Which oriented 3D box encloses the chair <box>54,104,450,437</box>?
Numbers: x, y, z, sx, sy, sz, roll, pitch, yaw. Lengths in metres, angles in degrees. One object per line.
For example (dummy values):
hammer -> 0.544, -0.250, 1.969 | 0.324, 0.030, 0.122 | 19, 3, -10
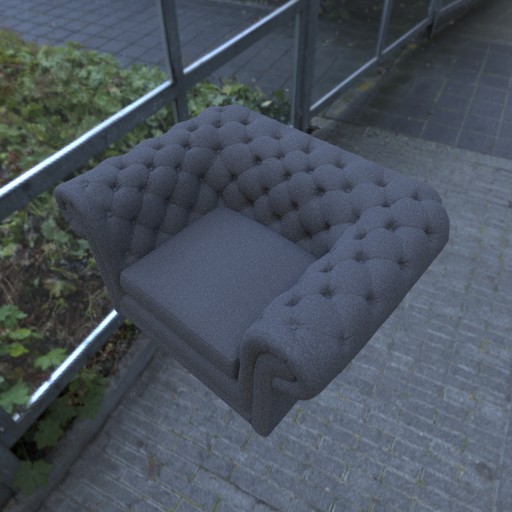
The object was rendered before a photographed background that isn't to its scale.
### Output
chair -> 0.000, 0.000, 1.892 | 1.270, 0.770, 0.976 | 32, 54, 27
